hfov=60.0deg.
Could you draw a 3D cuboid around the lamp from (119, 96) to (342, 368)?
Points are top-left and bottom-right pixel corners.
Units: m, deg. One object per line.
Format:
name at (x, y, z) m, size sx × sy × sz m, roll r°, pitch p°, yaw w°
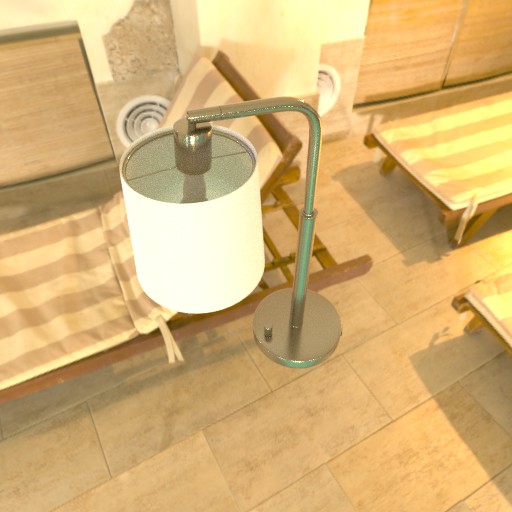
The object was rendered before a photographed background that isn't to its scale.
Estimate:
lamp at (0.000, 0.000, 0.639) m, size 0.333 × 0.489 × 0.171 m, roll -18°, pitch 50°, yaw -16°
